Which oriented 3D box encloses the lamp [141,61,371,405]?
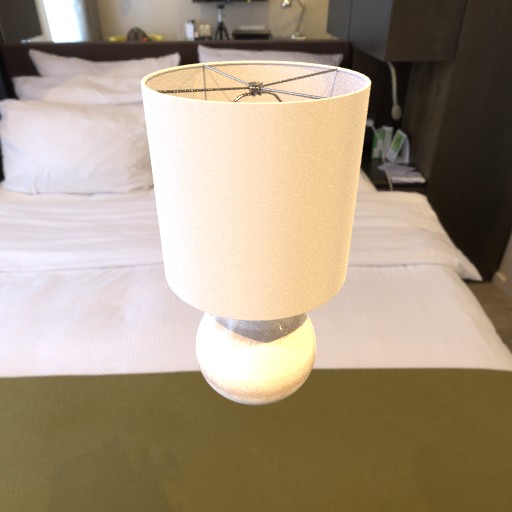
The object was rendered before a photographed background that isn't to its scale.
[{"bbox_3d":[0.000,0.000,0.533,0.217,0.404,0.217,-20,37,-29],"label":"lamp"}]
